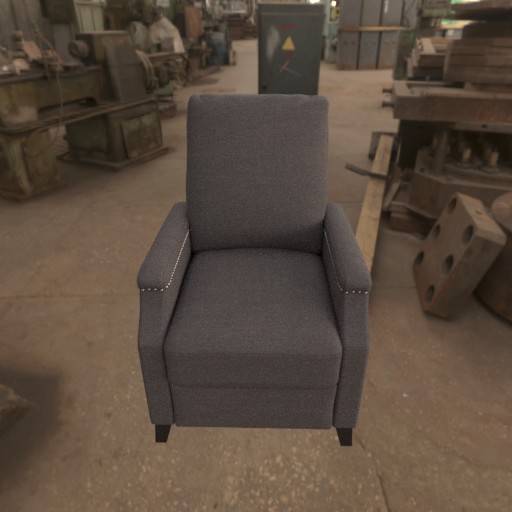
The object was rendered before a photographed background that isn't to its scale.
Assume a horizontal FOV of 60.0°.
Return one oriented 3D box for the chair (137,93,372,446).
[{"bbox_3d":[0.000,0.000,1.655,0.710,1.049,0.922,1,29,1],"label":"chair"}]
